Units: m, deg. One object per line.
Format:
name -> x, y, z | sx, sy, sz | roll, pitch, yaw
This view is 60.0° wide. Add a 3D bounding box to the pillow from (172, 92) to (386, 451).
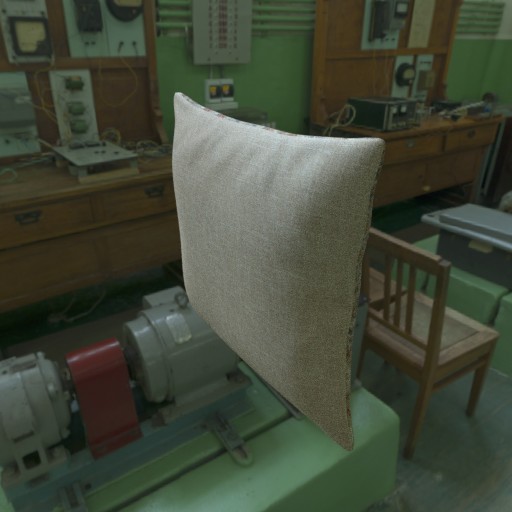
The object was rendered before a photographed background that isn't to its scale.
pillow -> 0.000, 0.000, 0.795 | 0.166, 0.506, 0.523 | -18, 32, -31
